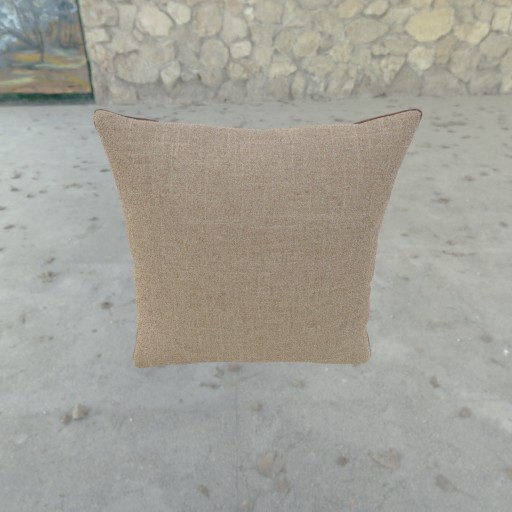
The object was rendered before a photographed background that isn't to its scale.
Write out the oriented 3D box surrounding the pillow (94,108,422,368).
[{"bbox_3d":[0.000,0.000,0.693,0.437,0.448,0.147,-1,30,-2],"label":"pillow"}]
